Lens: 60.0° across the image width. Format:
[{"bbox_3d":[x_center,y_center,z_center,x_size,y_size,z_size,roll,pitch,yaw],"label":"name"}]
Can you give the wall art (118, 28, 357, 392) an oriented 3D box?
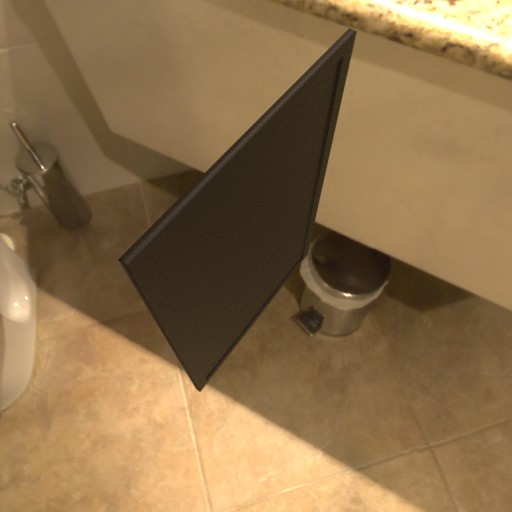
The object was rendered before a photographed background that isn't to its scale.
[{"bbox_3d":[0.000,0.000,0.823,0.012,0.661,0.451,33,67,16],"label":"wall art"}]
